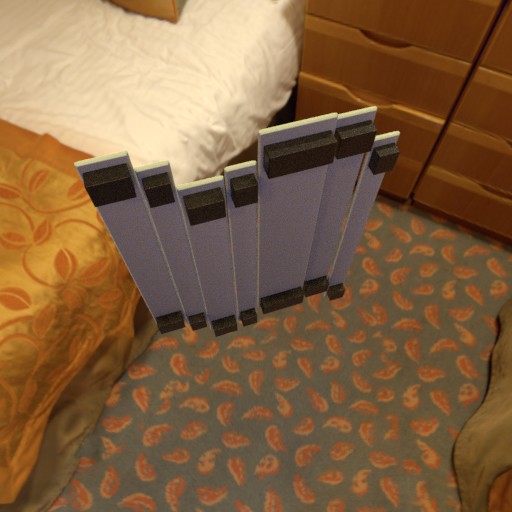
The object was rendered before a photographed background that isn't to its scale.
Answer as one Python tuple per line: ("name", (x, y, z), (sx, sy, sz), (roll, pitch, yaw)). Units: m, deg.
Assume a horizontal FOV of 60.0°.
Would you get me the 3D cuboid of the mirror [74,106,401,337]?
("mirror", (0.000, 0.000, 0.813), (0.445, 0.611, 0.058), (-16, 61, -9))
